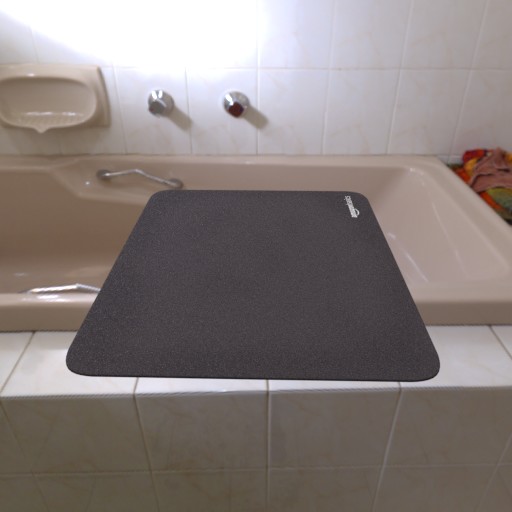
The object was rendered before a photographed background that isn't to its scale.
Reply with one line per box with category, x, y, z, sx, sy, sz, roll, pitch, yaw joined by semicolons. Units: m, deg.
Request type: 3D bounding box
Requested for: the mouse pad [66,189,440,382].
mouse pad;0.000;0.000;0.434;0.269;0.002;0.315;1;32;1
